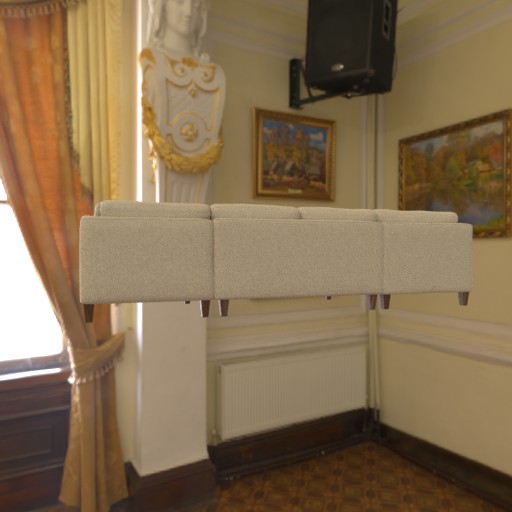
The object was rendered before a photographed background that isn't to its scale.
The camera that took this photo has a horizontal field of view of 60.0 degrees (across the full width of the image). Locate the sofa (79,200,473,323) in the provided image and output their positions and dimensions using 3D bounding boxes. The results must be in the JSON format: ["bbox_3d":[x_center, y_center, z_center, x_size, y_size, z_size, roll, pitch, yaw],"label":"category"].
[{"bbox_3d":[0.000,0.000,4.582,3.238,0.853,2.551,0,1,-17],"label":"sofa"}]
